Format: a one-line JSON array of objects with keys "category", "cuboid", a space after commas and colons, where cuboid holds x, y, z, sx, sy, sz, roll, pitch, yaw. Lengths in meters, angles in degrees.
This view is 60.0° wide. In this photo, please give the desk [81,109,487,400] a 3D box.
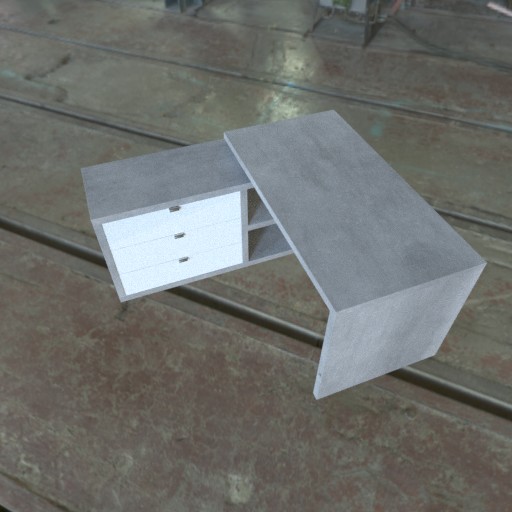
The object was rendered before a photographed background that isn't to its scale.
[{"category": "desk", "cuboid": [0.000, 0.000, 2.355, 1.500, 0.740, 1.400, -16, 49, -14]}]
